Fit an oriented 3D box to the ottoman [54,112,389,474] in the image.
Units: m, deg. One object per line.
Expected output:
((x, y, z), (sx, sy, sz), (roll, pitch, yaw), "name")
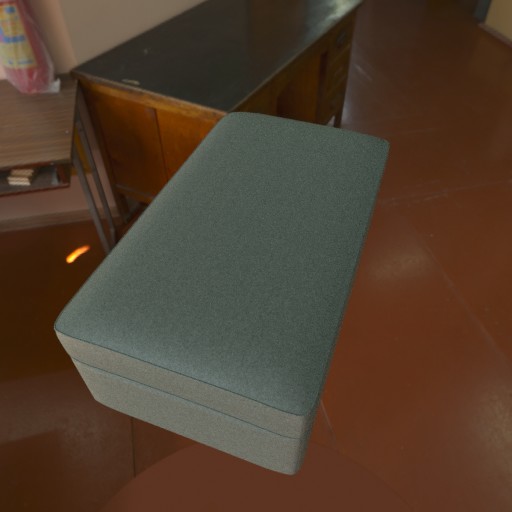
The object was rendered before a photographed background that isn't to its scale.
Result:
((0.000, 0.000, 1.533), (0.681, 0.494, 1.173), (15, 48, 14), "ottoman")
